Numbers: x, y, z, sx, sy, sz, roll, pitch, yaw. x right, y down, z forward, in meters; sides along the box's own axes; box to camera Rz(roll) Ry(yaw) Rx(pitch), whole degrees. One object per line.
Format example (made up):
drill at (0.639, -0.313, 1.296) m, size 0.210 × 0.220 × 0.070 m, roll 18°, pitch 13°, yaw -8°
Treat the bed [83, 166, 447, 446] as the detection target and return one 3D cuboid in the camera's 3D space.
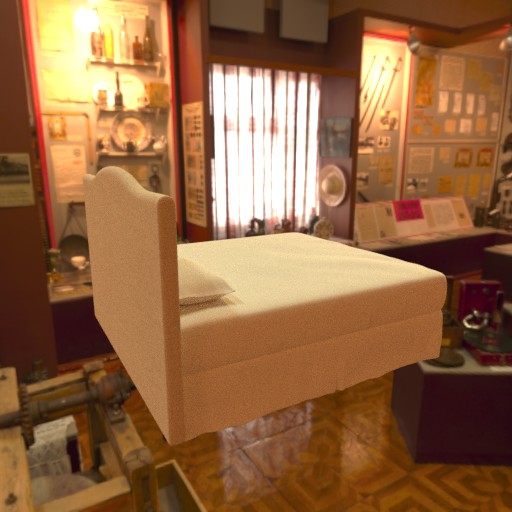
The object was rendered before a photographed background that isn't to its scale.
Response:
bed at (0.000, 0.000, 3.487) m, size 2.182 × 1.421 × 2.083 m, roll -8°, pitch 15°, yaw -28°
